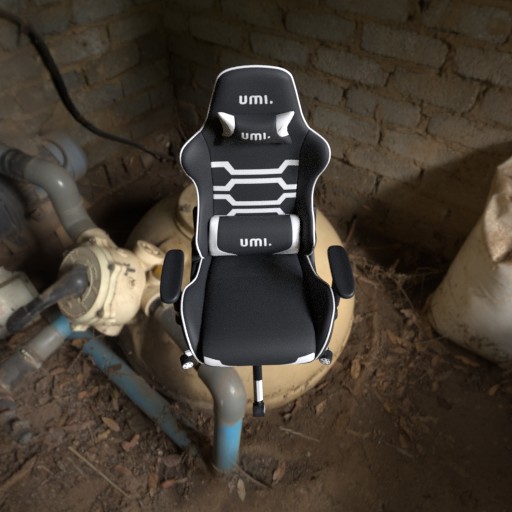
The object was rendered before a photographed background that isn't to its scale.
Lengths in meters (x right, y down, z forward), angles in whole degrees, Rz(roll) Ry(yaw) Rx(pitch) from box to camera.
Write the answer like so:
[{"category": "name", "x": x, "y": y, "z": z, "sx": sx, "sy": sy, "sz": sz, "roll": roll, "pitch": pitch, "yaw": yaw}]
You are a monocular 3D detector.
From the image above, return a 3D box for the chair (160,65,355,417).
[{"category": "chair", "x": 0.000, "y": 0.000, "z": 1.647, "sx": 0.700, "sy": 1.240, "sz": 0.700, "roll": -1, "pitch": 46, "yaw": -1}]
